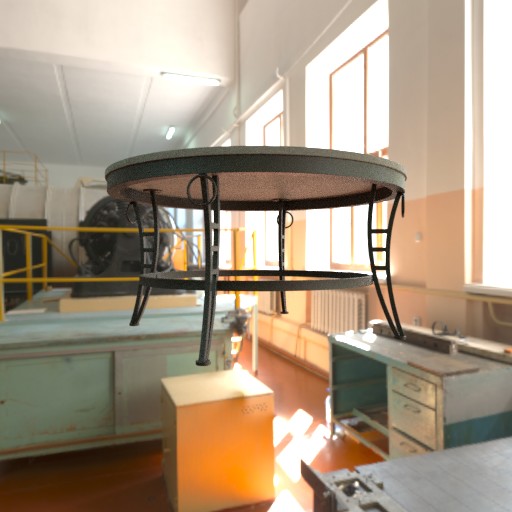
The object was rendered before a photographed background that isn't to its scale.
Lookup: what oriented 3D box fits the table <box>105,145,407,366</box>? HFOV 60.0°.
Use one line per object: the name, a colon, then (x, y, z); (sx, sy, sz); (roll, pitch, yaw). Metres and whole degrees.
table: (0.000, 0.000, 1.379); (0.889, 0.470, 0.889); (0, 0, 0)
